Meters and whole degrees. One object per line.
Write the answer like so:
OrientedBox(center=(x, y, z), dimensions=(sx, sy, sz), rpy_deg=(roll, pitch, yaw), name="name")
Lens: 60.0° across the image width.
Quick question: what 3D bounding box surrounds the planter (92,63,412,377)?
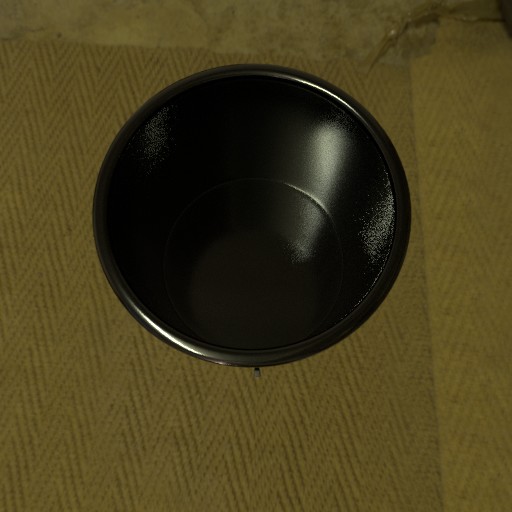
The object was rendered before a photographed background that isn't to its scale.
OrientedBox(center=(0.000, 0.000, 0.622), dimensions=(0.310, 0.432, 0.310), rpy_deg=(-16, 77, -4), name="planter")
